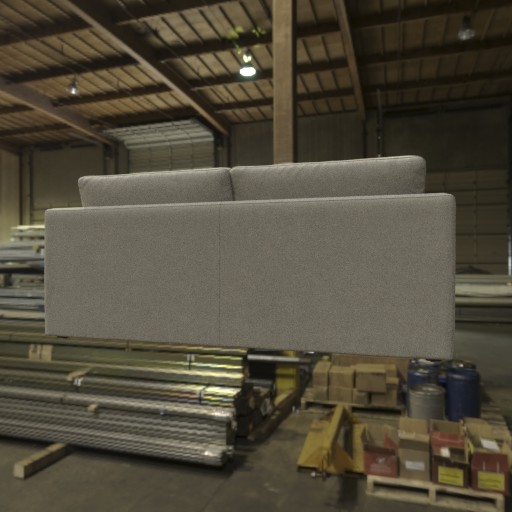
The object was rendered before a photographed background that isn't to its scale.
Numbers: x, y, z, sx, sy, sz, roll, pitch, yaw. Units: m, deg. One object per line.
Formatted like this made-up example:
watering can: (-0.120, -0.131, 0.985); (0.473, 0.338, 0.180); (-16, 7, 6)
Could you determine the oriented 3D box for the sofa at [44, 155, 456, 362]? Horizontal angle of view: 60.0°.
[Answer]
sofa: (0.000, 0.000, 2.449); (1.905, 0.839, 1.091); (0, 0, 17)
